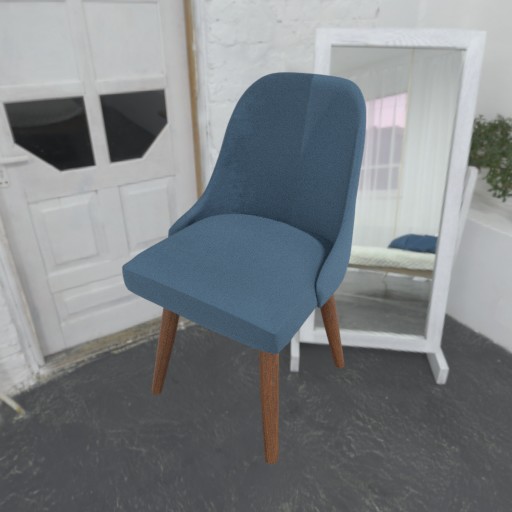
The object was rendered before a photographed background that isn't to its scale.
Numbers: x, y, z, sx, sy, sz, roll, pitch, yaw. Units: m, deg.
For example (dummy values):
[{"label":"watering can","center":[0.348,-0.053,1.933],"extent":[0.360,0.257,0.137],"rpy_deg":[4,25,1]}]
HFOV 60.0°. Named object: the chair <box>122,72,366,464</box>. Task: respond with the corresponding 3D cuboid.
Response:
[{"label":"chair","center":[0.000,0.000,1.238],"extent":[0.503,0.882,0.589],"rpy_deg":[19,35,29]}]
